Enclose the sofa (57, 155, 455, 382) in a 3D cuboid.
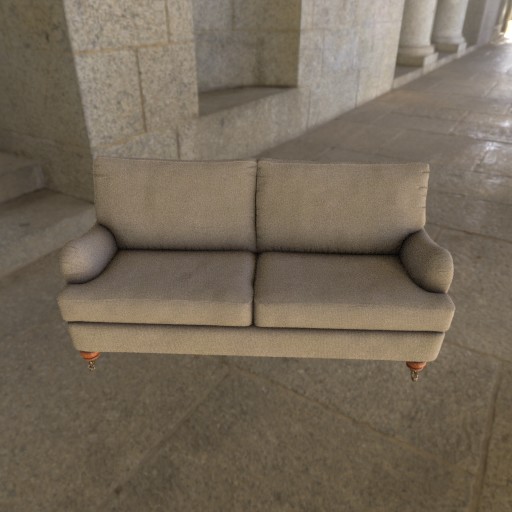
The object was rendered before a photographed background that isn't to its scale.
[{"bbox_3d":[0.000,0.000,2.793,2.193,1.096,1.069,1,30,2],"label":"sofa"}]
